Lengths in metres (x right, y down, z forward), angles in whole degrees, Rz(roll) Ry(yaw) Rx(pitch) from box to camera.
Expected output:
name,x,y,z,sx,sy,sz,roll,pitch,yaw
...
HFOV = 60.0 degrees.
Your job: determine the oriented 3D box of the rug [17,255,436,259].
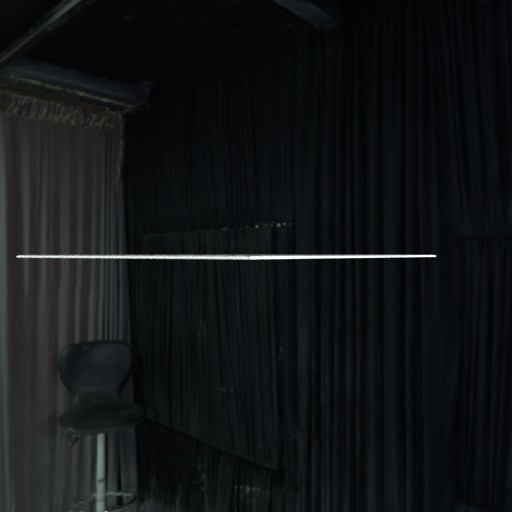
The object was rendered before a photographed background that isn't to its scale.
name,x,y,z,sx,sy,sz,roll,pitch,yaw
rug,0.000,0.000,2.801,1.598,0.014,2.202,0,0,37
